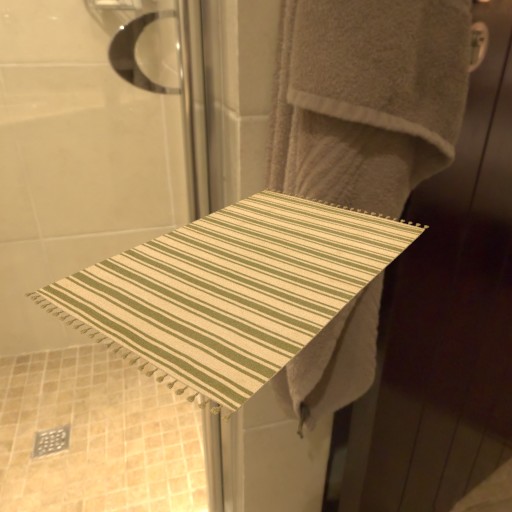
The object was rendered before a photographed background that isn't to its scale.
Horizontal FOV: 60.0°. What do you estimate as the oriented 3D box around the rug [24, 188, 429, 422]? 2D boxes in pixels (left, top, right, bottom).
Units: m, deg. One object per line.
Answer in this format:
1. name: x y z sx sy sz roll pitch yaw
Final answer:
1. rug: 0.000 0.000 2.994 1.540 0.018 2.435 19 33 32
